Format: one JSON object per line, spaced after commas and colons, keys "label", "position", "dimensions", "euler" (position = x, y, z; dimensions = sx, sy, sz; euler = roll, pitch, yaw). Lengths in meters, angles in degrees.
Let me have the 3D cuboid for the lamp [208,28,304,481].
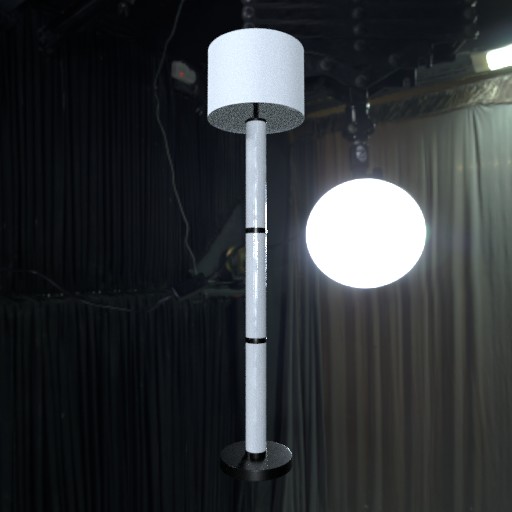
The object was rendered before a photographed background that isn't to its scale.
{"label": "lamp", "position": [0.000, 0.000, 1.722], "dimensions": [0.377, 1.599, 0.377], "euler": [-1, -2, 35]}
